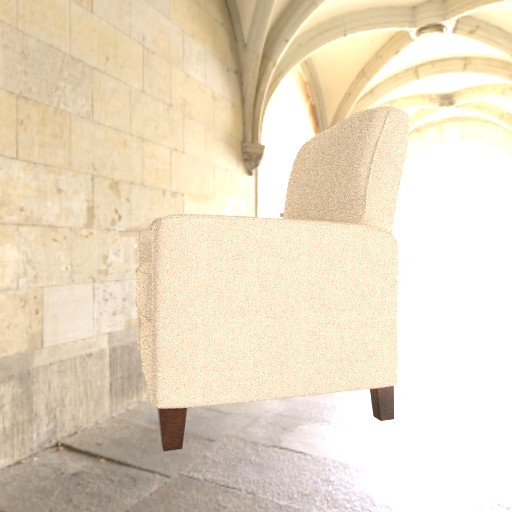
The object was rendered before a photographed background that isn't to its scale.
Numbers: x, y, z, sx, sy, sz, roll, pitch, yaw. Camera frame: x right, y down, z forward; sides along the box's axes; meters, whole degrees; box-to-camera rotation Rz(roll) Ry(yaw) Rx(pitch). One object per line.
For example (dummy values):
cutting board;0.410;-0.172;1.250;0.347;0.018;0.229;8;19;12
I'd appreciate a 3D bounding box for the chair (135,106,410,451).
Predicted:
chair;0.000;0.000;1.642;0.858;1.028;0.841;0;1;-18
